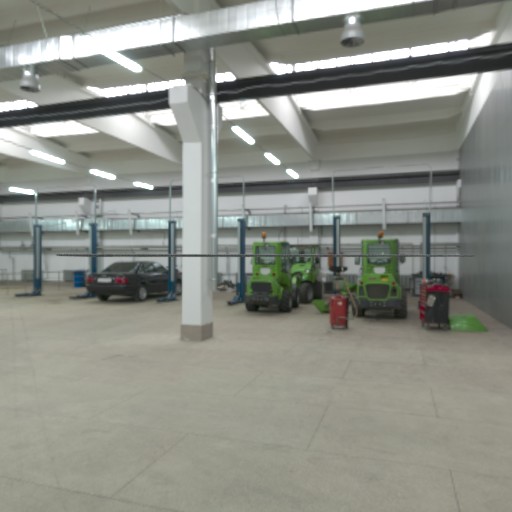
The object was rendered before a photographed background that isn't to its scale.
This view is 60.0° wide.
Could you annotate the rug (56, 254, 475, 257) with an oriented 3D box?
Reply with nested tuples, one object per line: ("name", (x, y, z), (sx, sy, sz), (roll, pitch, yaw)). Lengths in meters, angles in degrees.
("rug", (0.000, 0.000, 3.218), (2.476, 0.011, 1.554), (0, 0, -17))
